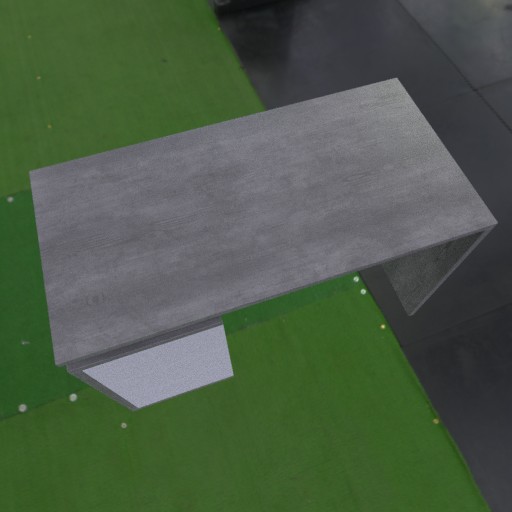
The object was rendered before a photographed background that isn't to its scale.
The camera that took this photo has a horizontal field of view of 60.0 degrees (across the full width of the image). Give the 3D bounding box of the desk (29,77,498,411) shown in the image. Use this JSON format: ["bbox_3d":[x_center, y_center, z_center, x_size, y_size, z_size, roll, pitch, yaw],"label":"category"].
[{"bbox_3d":[0.000,0.000,1.586,1.200,0.740,0.600,-17,64,-9],"label":"desk"}]
